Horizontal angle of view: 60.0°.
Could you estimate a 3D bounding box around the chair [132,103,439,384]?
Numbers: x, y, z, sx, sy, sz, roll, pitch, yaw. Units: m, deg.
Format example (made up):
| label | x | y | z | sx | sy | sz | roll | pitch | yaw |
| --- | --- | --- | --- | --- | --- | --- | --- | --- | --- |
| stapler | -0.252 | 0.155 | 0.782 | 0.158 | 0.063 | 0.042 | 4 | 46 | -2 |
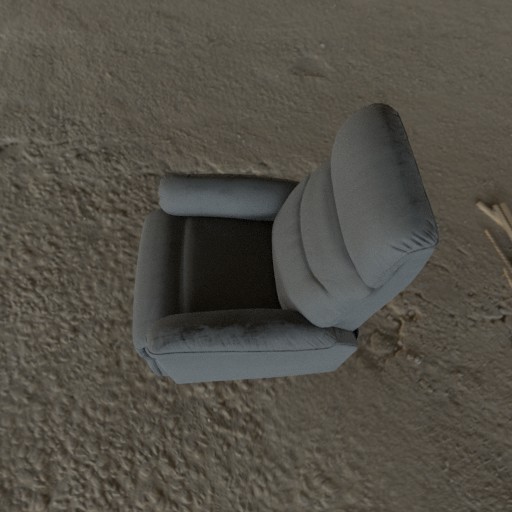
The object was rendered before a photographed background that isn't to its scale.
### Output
| label | x | y | z | sx | sy | sz | roll | pitch | yaw |
| --- | --- | --- | --- | --- | --- | --- | --- | --- | --- |
| chair | 0.000 | 0.000 | 1.757 | 1.004 | 1.037 | 0.820 | -3 | 58 | -2 |
